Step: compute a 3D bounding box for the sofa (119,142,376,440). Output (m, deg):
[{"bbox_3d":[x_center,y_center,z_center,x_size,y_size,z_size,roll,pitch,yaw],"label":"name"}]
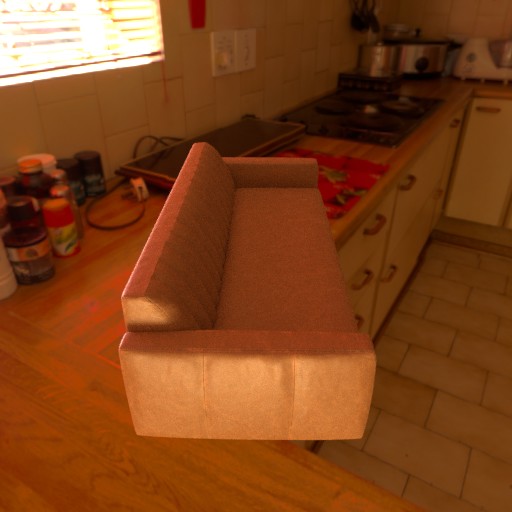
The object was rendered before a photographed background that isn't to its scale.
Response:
[{"bbox_3d":[0.000,0.000,2.693,0.990,0.821,2.291,1,31,1],"label":"sofa"}]
